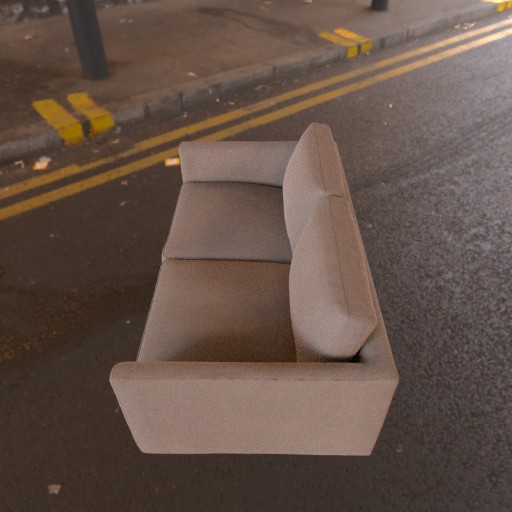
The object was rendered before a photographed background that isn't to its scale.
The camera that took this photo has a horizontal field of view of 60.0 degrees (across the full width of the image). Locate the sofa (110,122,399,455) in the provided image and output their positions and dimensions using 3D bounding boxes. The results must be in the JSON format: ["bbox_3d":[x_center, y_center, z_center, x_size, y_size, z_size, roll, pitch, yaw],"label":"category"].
[{"bbox_3d":[0.000,0.000,2.483,1.091,0.839,1.905,0,41,1],"label":"sofa"}]
